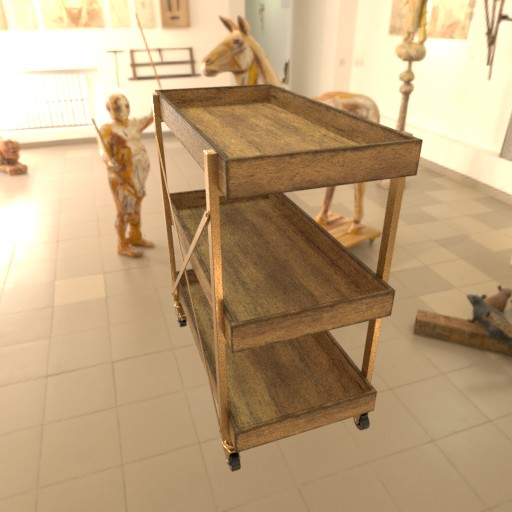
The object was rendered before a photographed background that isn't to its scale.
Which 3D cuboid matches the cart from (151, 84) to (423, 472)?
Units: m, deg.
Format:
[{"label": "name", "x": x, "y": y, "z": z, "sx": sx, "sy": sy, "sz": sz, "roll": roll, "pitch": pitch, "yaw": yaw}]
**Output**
[{"label": "cart", "x": 0.000, "y": 0.000, "z": 1.246, "sx": 0.416, "sy": 0.799, "sz": 0.750, "roll": -10, "pitch": 30, "yaw": -17}]
